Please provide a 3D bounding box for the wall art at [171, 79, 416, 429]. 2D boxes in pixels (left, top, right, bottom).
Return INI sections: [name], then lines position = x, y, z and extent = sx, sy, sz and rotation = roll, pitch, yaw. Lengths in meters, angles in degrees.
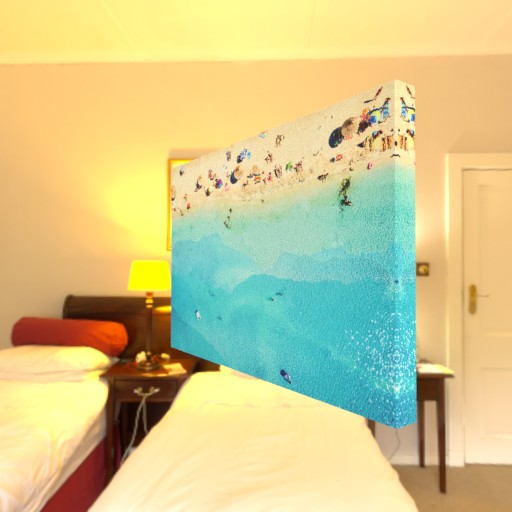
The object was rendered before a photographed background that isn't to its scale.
[wall art]
position = 0.000, 0.000, 0.771
extent = 0.039, 0.406, 0.609
rotation = 1, -1, -36
